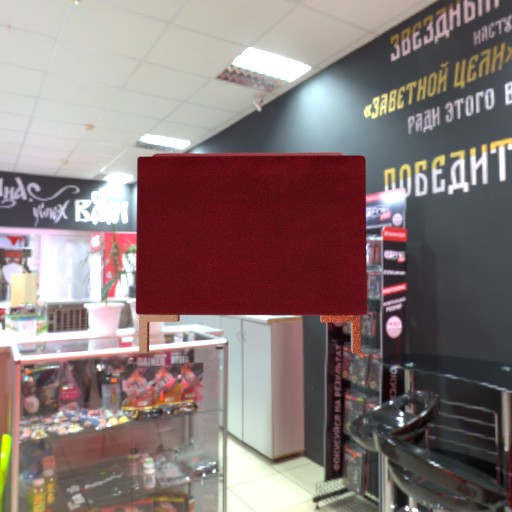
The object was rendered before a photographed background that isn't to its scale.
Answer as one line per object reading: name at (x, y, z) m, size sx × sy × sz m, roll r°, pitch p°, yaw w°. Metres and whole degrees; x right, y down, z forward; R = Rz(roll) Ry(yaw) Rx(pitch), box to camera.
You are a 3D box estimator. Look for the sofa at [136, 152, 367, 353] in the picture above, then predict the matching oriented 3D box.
sofa at (0.000, 0.000, 2.500) m, size 0.796 × 0.705 × 2.102 m, roll 0°, pitch -2°, yaw 1°
